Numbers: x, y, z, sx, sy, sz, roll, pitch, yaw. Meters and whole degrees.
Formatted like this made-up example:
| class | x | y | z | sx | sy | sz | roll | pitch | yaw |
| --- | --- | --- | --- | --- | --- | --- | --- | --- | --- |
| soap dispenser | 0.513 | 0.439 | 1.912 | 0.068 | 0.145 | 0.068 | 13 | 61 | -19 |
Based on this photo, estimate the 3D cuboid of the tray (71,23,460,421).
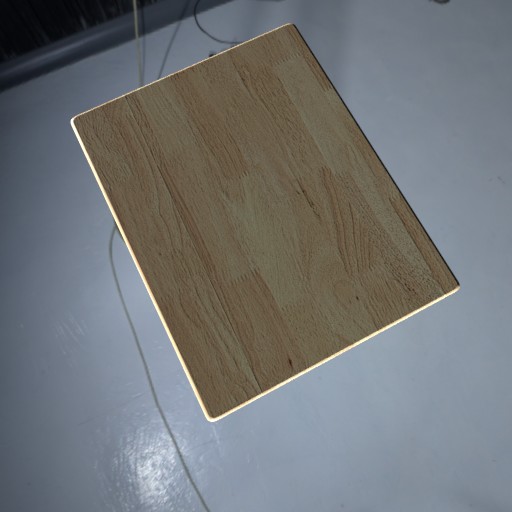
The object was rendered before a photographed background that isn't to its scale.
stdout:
| class | x | y | z | sx | sy | sz | roll | pitch | yaw |
| --- | --- | --- | --- | --- | --- | --- | --- | --- | --- |
| tray | 0.000 | 0.000 | 0.947 | 0.381 | 0.660 | 0.483 | -26 | 77 | -6 |
